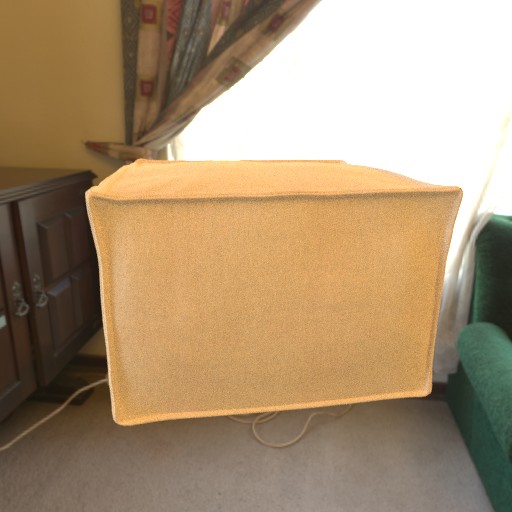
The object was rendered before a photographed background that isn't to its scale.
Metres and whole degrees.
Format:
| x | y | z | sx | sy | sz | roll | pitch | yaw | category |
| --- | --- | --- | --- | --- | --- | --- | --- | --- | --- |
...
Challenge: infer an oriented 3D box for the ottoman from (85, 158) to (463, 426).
| x | y | z | sx | sy | sz | roll | pitch | yaw | category |
| --- | --- | --- | --- | --- | --- | --- | --- | --- | --- |
| 0.000 | 0.000 | 1.144 | 0.696 | 0.470 | 0.707 | -2 | 17 | -8 | ottoman |
